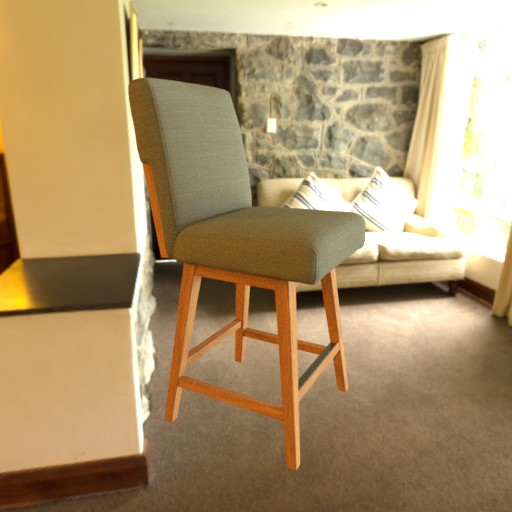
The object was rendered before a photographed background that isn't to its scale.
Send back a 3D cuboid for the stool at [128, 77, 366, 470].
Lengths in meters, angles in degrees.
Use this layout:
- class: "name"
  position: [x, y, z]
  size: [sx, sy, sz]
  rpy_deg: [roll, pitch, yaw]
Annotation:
- class: "stool"
  position: [0.000, 0.000, 1.358]
  size: [0.570, 1.019, 0.459]
  rpy_deg: [8, 18, 28]
